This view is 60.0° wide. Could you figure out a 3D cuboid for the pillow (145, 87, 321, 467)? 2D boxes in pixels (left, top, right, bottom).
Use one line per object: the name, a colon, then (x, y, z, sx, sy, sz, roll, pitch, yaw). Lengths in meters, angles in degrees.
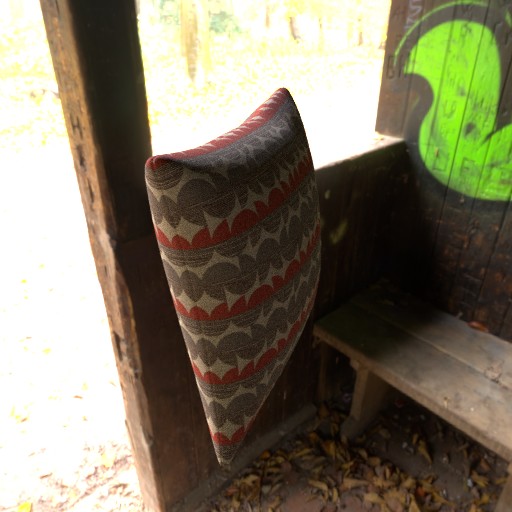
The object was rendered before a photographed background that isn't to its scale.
pillow: (0.000, 0.000, 0.653, 0.180, 0.410, 0.420, 10, 31, 17)
